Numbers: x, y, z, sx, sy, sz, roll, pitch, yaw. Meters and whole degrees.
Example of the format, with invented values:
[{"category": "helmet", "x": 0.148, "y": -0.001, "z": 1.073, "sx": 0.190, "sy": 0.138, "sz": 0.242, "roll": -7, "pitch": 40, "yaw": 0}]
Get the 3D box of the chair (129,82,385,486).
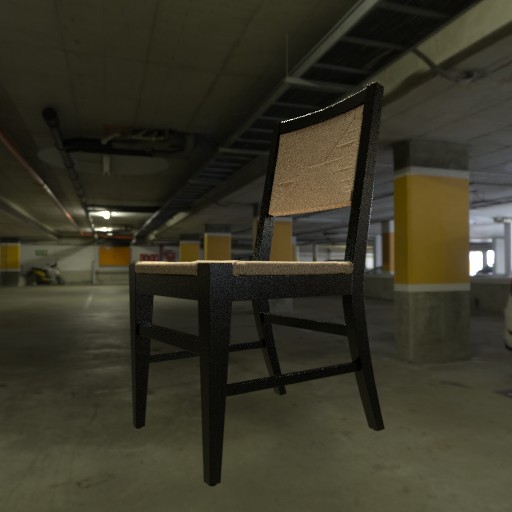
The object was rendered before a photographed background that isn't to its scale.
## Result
[{"category": "chair", "x": 0.000, "y": 0.000, "z": 1.200, "sx": 0.552, "sy": 0.927, "sz": 0.437, "roll": 1, "pitch": -1, "yaw": -36}]
